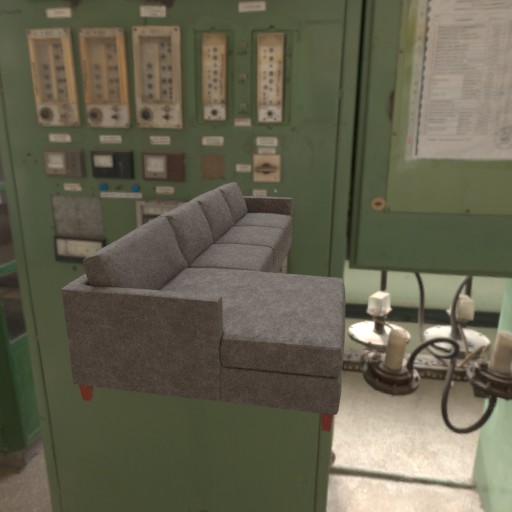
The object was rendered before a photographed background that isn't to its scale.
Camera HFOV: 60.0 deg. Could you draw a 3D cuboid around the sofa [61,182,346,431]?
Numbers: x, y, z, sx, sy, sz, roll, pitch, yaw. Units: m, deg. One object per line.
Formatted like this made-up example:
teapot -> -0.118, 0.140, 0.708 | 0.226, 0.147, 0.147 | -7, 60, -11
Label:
sofa -> 0.000, 0.000, 4.037 | 1.606, 0.954, 3.471 | 3, 17, 11
